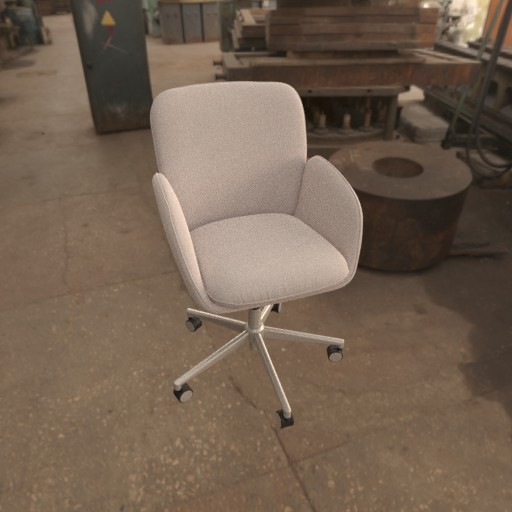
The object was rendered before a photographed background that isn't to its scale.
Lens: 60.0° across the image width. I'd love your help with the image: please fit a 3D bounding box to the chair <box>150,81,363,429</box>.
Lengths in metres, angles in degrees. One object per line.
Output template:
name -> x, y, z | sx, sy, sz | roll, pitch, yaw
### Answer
chair -> 0.000, 0.000, 1.430 | 0.648, 0.959, 0.633 | -10, 34, -16
